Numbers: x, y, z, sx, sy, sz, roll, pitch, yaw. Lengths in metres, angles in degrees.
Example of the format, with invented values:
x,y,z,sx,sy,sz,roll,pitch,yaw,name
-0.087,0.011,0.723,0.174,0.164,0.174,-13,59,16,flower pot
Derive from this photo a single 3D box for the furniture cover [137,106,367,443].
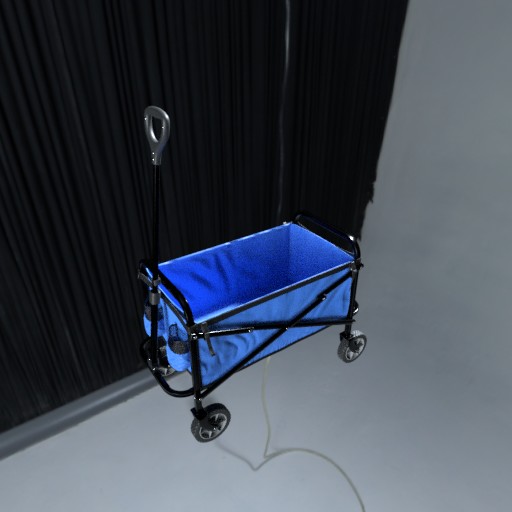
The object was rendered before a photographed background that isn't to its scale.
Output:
x,y,z,sx,sy,sz,roll,pitch,yaw,name
0.000,0.000,1.864,1.038,1.295,0.532,-19,35,-30,furniture cover
